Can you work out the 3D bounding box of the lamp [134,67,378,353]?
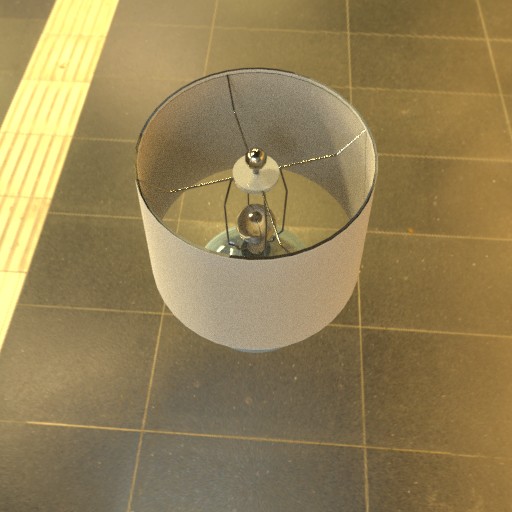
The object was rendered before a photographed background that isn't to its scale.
[{"bbox_3d":[0.000,0.000,0.546,0.247,0.387,0.247,0,63,0],"label":"lamp"}]
